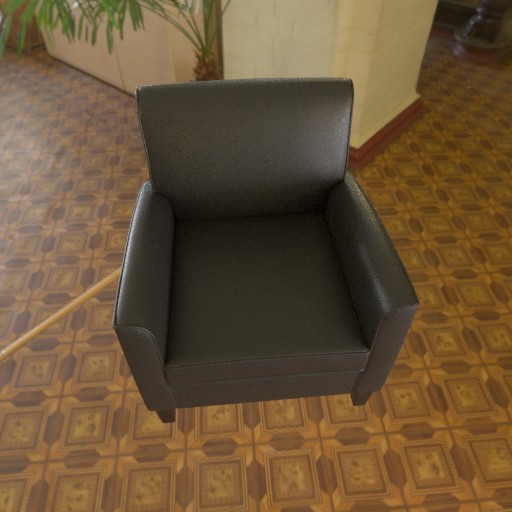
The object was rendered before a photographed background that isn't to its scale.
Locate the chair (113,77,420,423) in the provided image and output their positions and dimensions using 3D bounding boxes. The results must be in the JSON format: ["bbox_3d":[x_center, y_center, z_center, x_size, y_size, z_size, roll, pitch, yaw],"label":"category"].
[{"bbox_3d":[0.000,0.000,1.555,0.820,0.916,0.819,-4,47,-4],"label":"chair"}]
